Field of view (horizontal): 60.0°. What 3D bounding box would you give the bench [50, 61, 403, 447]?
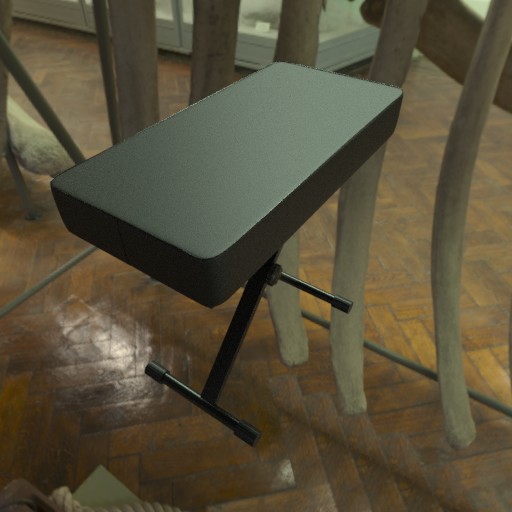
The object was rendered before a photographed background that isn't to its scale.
[{"bbox_3d":[0.000,0.000,0.910,0.300,0.561,0.600,25,47,25],"label":"bench"}]
